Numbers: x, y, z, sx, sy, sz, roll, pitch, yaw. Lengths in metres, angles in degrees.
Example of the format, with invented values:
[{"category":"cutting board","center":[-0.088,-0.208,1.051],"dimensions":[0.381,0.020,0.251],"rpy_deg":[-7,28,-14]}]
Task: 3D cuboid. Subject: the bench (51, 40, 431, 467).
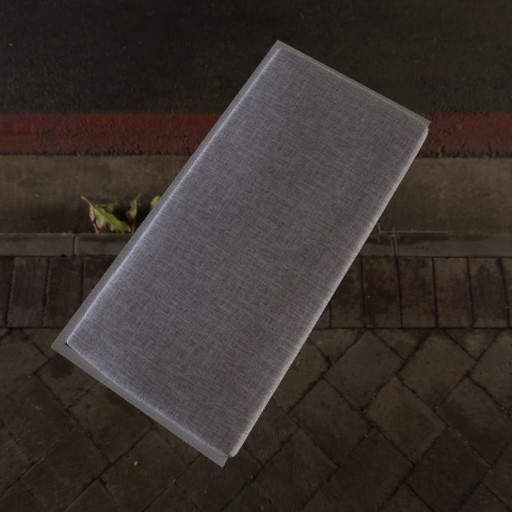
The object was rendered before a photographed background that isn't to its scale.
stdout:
[{"category":"bench","center":[0.000,0.000,1.003],"dimensions":[0.362,0.461,0.734],"rpy_deg":[32,78,8]}]
